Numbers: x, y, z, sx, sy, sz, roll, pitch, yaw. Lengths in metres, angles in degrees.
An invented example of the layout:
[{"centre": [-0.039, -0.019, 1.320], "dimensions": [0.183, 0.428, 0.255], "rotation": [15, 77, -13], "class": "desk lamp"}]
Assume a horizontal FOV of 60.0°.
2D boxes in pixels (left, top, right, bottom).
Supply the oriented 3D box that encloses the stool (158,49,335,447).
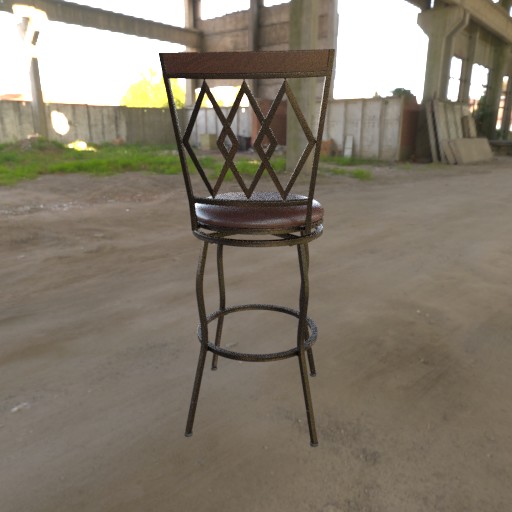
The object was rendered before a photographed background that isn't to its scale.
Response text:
[{"centre": [0.000, 0.000, 1.408], "dimensions": [0.432, 1.134, 0.521], "rotation": [2, 17, 6], "class": "stool"}]
